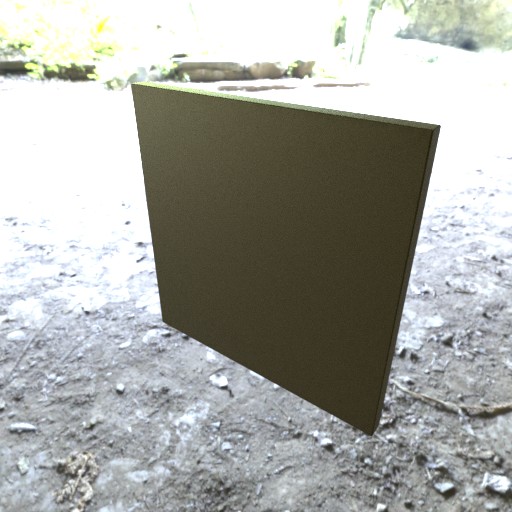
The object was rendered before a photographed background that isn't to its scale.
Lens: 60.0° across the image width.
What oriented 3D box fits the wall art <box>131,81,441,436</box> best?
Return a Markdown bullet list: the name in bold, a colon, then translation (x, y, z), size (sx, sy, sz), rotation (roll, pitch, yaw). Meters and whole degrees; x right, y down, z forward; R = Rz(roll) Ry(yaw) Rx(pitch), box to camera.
- **wall art**: translation (0.000, 0.000, 0.749), size (0.503, 0.506, 0.031), rotation (21, 36, 31)
